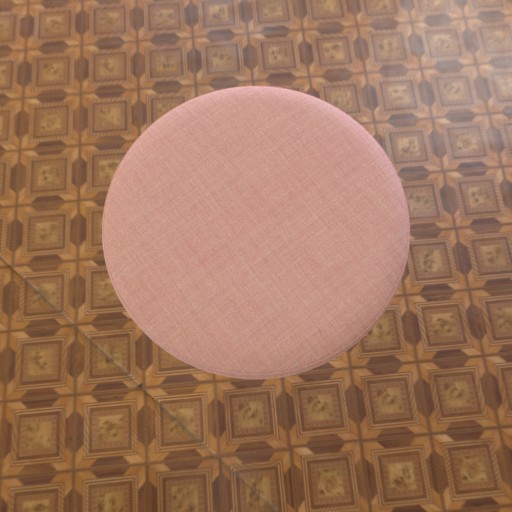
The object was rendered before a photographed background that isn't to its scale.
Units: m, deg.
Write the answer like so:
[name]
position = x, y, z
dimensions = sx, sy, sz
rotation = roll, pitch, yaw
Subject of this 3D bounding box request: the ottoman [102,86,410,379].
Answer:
[ottoman]
position = 0.000, 0.000, 0.746
dimensions = 0.400, 0.406, 0.400
rotation = 0, 74, 0
